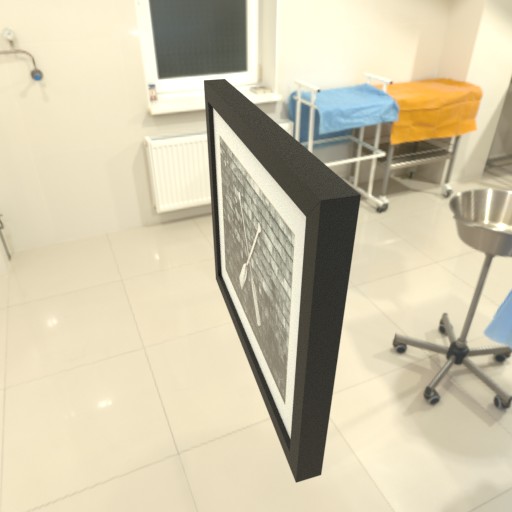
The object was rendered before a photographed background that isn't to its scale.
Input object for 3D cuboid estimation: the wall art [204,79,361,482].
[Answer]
[{"bbox_3d":[0.000,0.000,0.535,0.029,0.330,0.381,-10,34,-14],"label":"wall art"}]
